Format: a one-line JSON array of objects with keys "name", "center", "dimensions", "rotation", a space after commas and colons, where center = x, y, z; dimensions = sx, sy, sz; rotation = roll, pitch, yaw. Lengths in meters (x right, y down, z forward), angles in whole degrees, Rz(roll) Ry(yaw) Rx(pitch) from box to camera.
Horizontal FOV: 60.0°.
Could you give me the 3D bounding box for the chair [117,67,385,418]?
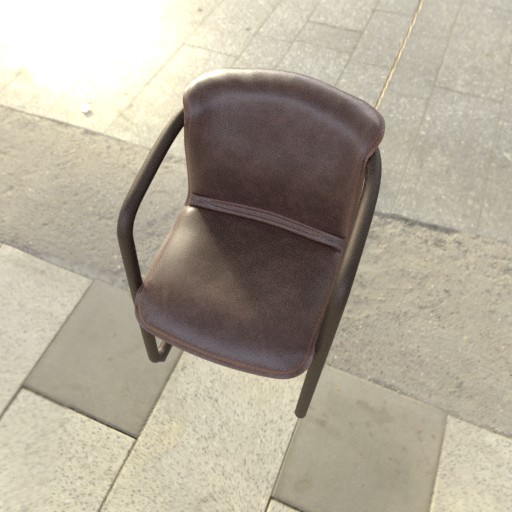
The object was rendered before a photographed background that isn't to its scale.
[{"name": "chair", "center": [0.000, 0.000, 1.254], "dimensions": [0.536, 0.836, 0.664], "rotation": [18, 59, 11]}]
